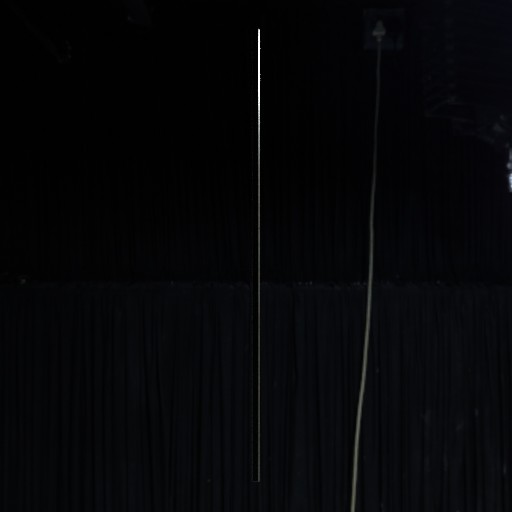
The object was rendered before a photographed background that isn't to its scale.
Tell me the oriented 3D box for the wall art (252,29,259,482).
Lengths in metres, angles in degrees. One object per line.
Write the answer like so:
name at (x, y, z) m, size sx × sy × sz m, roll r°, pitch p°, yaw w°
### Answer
wall art at (0.000, 0.000, 0.787) m, size 0.009 × 0.559 × 0.483 m, roll 0°, pitch 0°, yaw 0°
